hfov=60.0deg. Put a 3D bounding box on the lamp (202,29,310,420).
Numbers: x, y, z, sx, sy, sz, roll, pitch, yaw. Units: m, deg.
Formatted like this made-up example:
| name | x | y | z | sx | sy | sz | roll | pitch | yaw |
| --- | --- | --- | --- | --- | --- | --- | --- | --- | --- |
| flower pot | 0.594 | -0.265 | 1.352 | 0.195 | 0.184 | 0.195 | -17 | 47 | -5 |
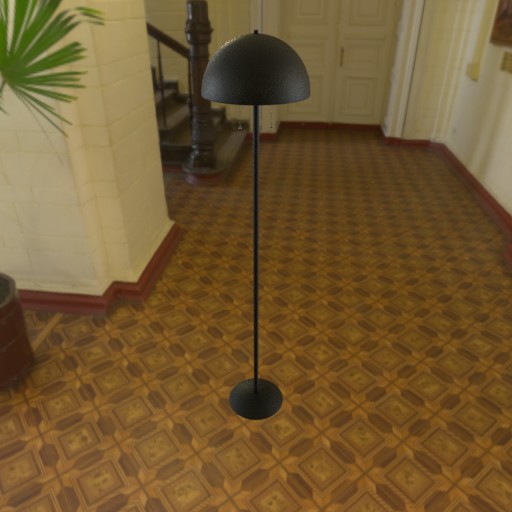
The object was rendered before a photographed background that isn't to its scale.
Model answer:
| name | x | y | z | sx | sy | sz | roll | pitch | yaw |
| --- | --- | --- | --- | --- | --- | --- | --- | --- | --- |
| lamp | 0.000 | 0.000 | 1.625 | 0.328 | 1.480 | 0.328 | -21 | 36 | -32 |
